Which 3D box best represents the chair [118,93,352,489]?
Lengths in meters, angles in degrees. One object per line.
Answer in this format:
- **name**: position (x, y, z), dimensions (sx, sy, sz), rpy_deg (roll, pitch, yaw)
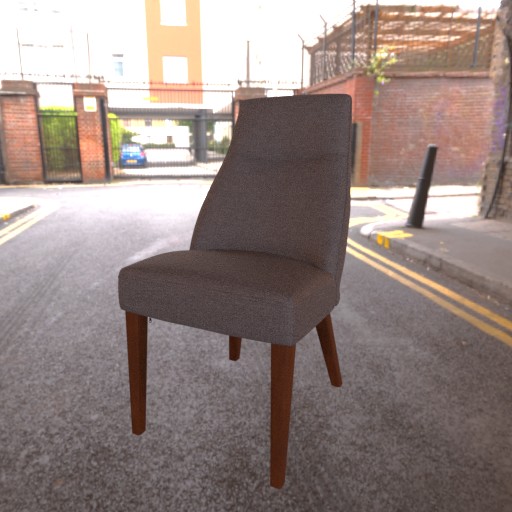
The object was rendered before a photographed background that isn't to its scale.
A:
- **chair**: position (0.000, 0.000, 1.280), dimensions (0.500, 0.930, 0.620), rpy_deg (7, 16, 27)
